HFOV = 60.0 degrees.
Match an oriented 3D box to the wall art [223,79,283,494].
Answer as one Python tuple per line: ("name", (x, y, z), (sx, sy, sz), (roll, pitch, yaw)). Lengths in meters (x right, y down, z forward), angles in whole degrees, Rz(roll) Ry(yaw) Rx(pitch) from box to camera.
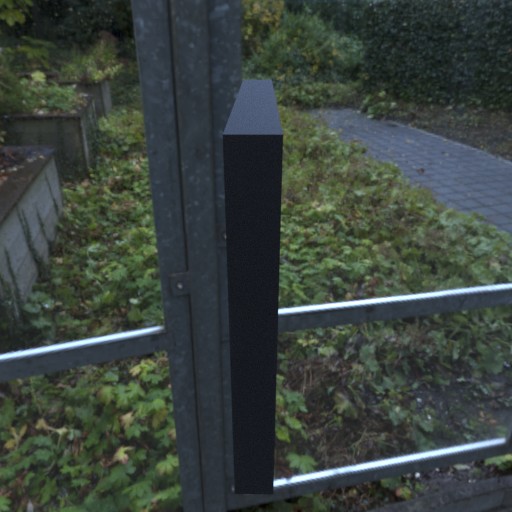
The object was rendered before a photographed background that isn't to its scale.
("wall art", (0.000, 0.000, 0.448), (0.033, 0.304, 0.305), (0, 27, 1))
